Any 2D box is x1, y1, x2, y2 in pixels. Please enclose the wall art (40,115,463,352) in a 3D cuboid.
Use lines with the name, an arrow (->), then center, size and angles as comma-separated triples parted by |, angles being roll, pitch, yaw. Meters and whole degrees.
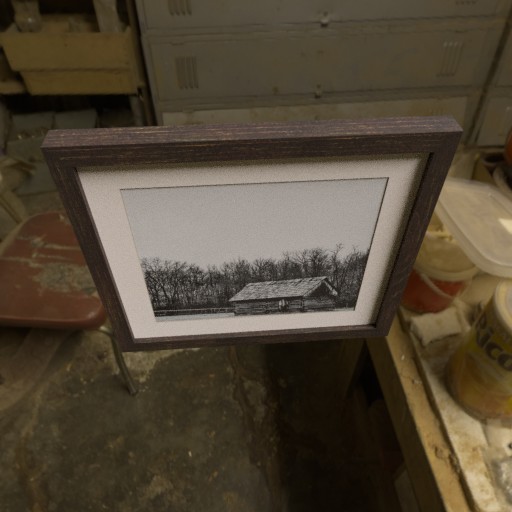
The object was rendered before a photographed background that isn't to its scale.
wall art -> 0.000, 0.000, 0.526 | 0.381, 0.330, 0.031 | -3, 46, -3
